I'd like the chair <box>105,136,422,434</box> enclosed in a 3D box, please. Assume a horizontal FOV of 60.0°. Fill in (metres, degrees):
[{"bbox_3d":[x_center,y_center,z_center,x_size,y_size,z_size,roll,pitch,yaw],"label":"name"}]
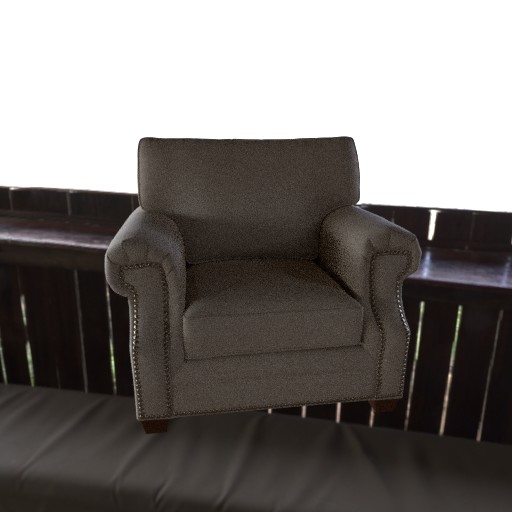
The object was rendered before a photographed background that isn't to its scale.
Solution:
[{"bbox_3d":[0.000,0.000,1.839,1.092,0.961,0.965,-2,15,-8],"label":"chair"}]
